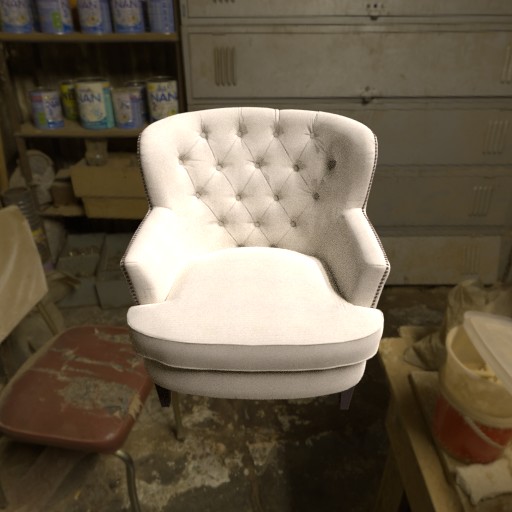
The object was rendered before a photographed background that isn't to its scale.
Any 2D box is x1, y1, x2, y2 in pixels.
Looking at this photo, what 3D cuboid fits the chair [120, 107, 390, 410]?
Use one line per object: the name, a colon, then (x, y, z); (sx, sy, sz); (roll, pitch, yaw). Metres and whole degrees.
chair: (0.000, 0.000, 1.594); (0.848, 0.868, 0.906); (1, 30, 1)
